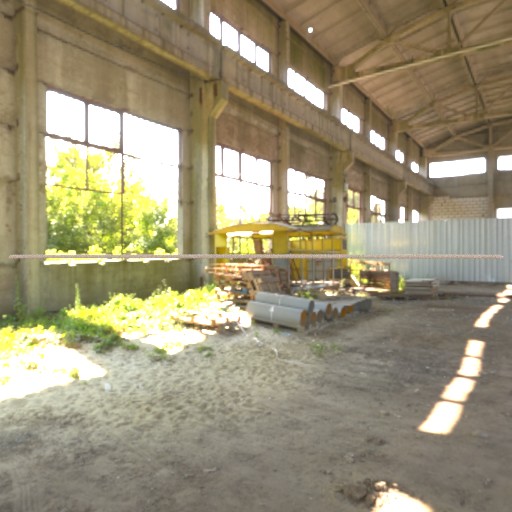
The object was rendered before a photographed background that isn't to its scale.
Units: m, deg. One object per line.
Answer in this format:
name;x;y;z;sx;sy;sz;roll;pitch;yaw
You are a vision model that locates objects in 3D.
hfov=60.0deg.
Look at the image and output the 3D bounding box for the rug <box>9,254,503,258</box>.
rug;0.000;0.000;2.026;1.676;0.013;1.067;0;0;-1
